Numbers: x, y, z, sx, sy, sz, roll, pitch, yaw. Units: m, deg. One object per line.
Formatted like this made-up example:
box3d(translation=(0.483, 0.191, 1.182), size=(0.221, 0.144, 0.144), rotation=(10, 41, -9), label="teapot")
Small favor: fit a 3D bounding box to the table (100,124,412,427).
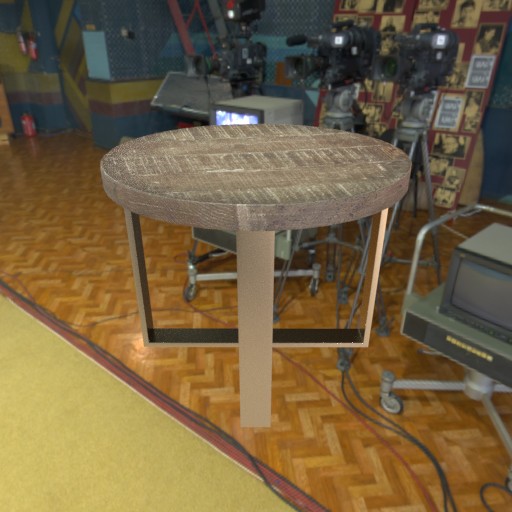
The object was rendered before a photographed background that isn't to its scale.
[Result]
box3d(translation=(0.000, 0.000, 0.930), size=(0.557, 0.437, 0.557), rotation=(0, 27, 0), label="table")
